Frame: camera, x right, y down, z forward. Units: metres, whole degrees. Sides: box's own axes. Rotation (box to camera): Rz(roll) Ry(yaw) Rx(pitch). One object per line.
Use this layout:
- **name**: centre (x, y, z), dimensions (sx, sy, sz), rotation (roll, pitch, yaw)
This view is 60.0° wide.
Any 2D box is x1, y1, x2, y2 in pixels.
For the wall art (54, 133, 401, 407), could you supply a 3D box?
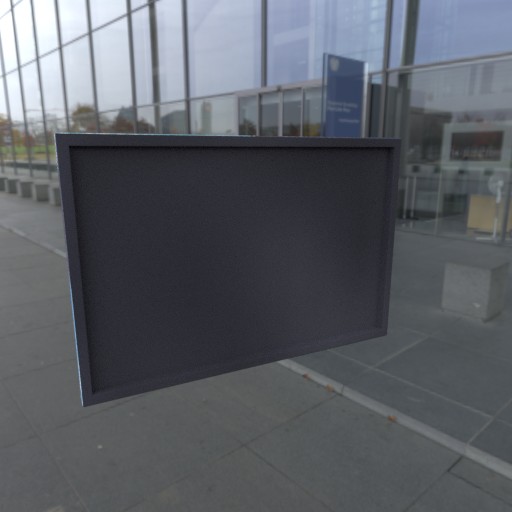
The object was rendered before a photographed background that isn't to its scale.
- **wall art**: centre (0.000, 0.000, 0.779), dimensions (0.609, 0.406, 0.033), rotation (-7, 15, -26)
